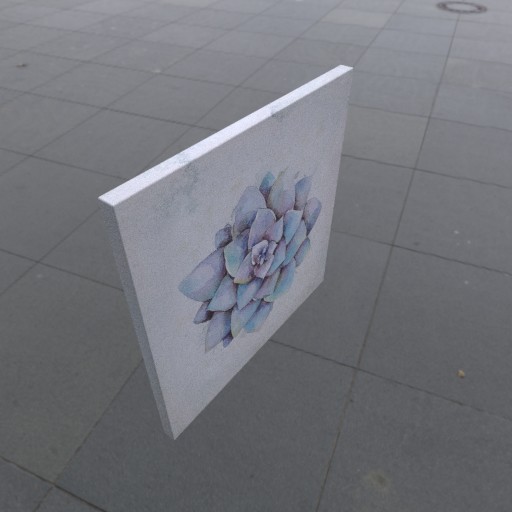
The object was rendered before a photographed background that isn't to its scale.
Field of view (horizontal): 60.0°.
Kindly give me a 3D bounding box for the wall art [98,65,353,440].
[{"bbox_3d":[0.000,0.000,1.160,0.038,0.762,0.762,27,48,27],"label":"wall art"}]
